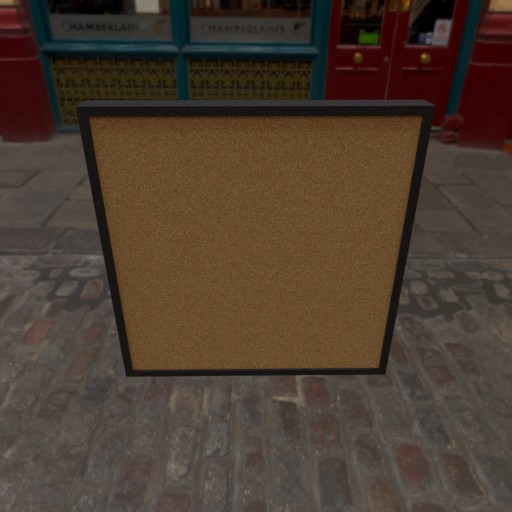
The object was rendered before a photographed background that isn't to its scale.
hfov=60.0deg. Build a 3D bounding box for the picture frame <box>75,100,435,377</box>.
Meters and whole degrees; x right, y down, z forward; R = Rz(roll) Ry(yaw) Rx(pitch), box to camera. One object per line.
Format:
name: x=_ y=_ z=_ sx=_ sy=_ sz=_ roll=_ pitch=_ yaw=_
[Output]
picture frame: x=0.000 y=0.000 z=0.479 sx=0.317 sy=0.317 sz=0.030 roll=0 pitch=29 yaw=-1
